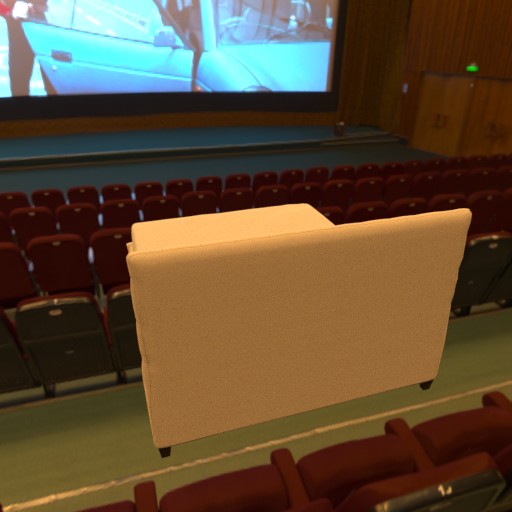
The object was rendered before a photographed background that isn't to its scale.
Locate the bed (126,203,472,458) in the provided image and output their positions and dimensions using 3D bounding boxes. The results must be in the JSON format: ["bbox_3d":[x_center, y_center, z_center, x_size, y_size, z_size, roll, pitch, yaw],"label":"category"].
[{"bbox_3d":[0.000,0.000,3.735,2.078,1.427,2.387,-8,28,-16],"label":"bed"}]
